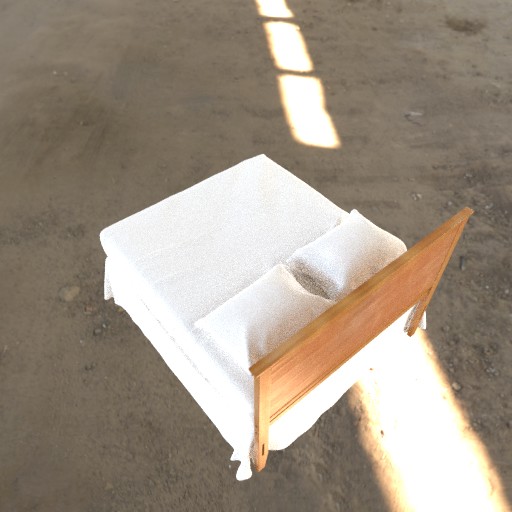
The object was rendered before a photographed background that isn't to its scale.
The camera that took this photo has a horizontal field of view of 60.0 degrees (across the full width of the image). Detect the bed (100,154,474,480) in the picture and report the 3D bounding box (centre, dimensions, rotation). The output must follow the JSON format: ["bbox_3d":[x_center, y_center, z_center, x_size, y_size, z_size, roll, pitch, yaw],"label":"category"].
[{"bbox_3d":[0.000,0.000,3.200,1.870,1.273,2.035,-31,54,-26],"label":"bed"}]
